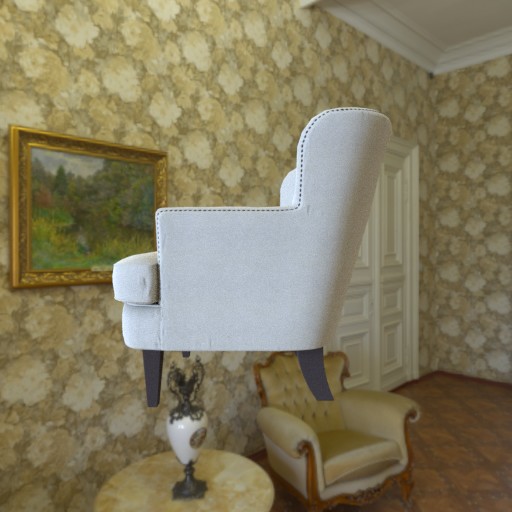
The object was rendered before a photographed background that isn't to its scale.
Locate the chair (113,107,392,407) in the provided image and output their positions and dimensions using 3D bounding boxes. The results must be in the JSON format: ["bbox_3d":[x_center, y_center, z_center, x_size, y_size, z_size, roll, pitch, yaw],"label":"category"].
[{"bbox_3d":[0.000,0.000,1.593,0.906,0.868,0.848,0,0,0],"label":"chair"}]
